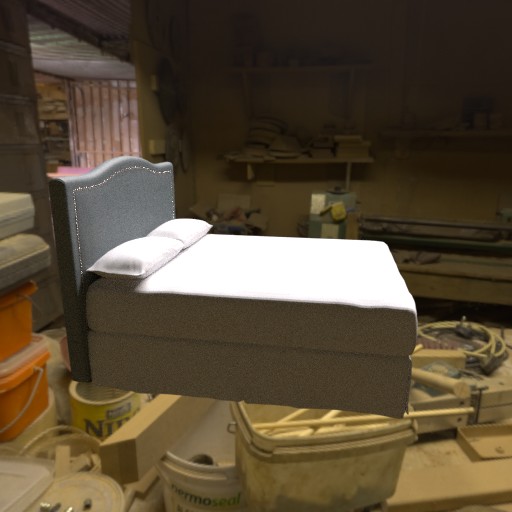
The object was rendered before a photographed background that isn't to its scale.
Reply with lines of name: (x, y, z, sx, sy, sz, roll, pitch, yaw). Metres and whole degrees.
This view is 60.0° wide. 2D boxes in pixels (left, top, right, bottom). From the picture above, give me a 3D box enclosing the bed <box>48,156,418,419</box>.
bed: (0.000, 0.000, 3.348, 2.143, 1.460, 1.753, 3, 15, 10)
